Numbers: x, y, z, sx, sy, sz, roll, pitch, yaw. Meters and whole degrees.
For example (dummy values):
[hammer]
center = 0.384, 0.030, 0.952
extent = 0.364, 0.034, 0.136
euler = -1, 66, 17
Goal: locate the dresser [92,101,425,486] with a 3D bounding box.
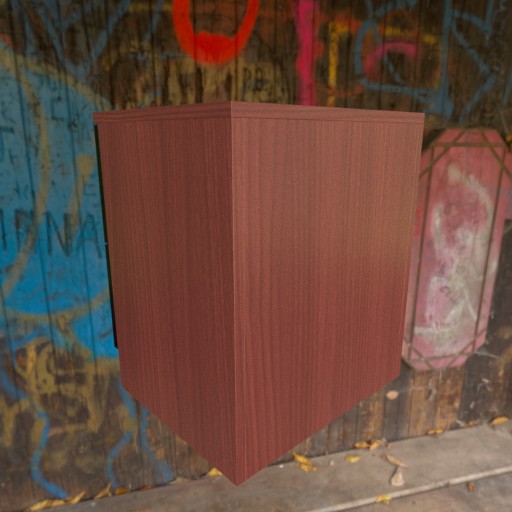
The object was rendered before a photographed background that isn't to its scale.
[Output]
[dresser]
center = 0.000, 0.000, 0.765
extent = 0.400, 0.470, 0.360
euler = -14, 21, -41
